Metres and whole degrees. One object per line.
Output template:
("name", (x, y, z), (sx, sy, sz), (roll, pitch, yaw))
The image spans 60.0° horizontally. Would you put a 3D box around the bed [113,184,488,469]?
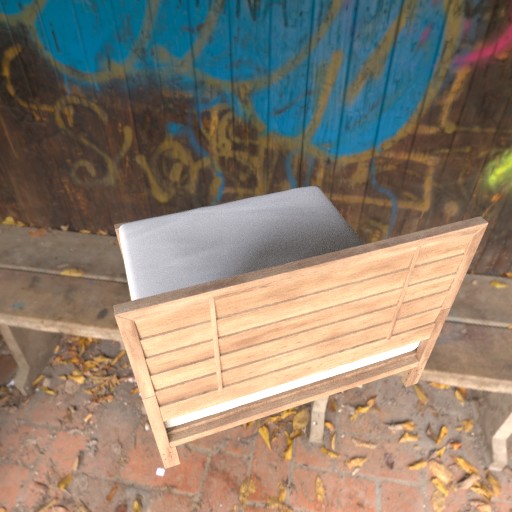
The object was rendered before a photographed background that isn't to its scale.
("bed", (0.000, 0.000, 3.464), (2.032, 1.626, 2.032), (-13, 44, -14))
